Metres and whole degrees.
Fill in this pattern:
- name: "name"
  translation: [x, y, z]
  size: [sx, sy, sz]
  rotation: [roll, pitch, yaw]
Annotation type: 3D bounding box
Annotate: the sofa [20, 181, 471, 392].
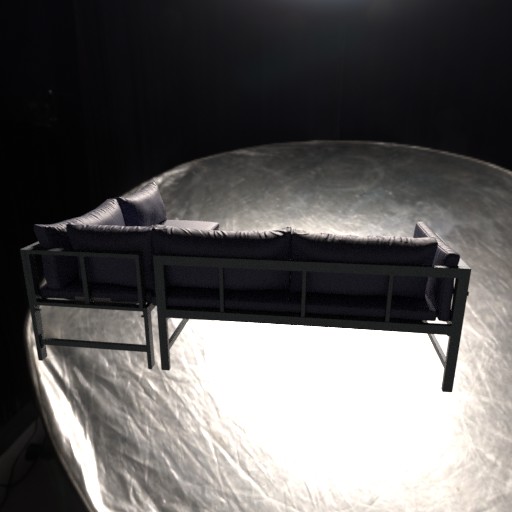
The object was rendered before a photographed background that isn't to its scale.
- name: "sofa"
  translation: [0.000, 0.000, 2.928]
  size: [2.149, 0.762, 1.658]
  rotation: [2, 18, 7]
